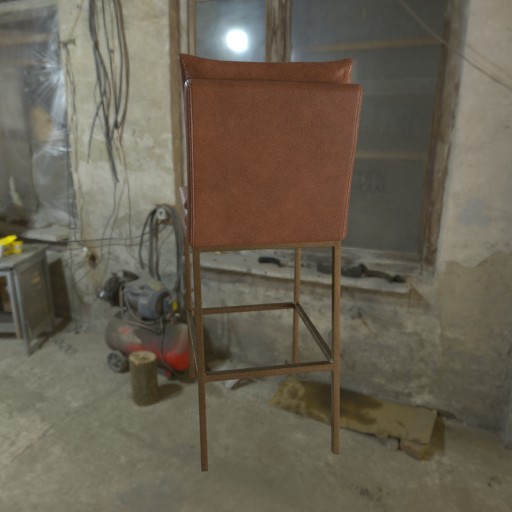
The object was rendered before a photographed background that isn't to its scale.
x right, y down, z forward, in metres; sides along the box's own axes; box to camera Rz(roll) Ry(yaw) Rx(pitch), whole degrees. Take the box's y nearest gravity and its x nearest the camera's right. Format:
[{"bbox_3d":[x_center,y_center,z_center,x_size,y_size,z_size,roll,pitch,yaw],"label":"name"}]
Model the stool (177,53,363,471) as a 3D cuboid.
[{"bbox_3d":[0.000,0.000,1.420,0.463,1.124,0.571,-3,16,-10],"label":"stool"}]
